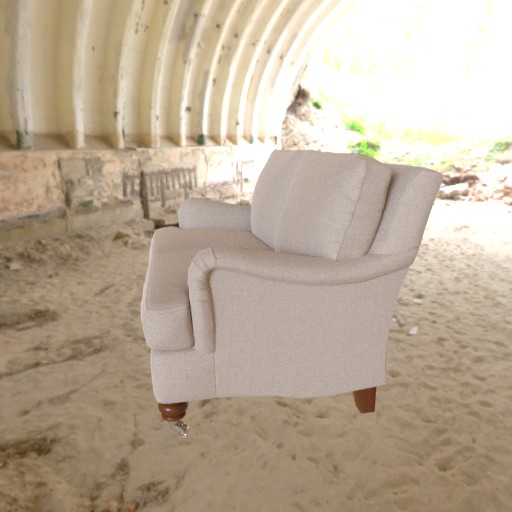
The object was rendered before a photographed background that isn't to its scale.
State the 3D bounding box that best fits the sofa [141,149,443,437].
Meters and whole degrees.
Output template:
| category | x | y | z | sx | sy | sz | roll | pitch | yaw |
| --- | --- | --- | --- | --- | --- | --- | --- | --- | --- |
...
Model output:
| category | x | y | z | sx | sy | sz | roll | pitch | yaw |
| --- | --- | --- | --- | --- | --- | --- | --- | --- | --- |
| sofa | 0.000 | 0.000 | 2.254 | 1.087 | 1.048 | 1.508 | -3 | 15 | -11 |
